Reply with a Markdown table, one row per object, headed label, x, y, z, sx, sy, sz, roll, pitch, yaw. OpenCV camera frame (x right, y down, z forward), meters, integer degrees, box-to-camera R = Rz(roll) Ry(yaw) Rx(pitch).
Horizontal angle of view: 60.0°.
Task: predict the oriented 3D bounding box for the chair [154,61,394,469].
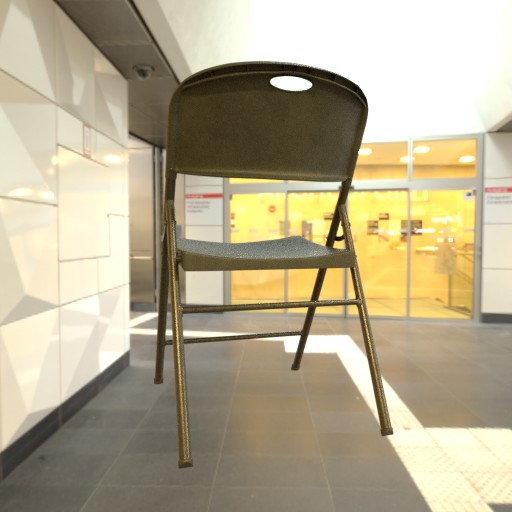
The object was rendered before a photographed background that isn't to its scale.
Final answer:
| label | x | y | z | sx | sy | sz | roll | pitch | yaw |
| --- | --- | --- | --- | --- | --- | --- | --- | --- | --- |
| chair | 0.000 | 0.000 | 1.178 | 0.494 | 0.810 | 0.566 | -1 | 2 | -18 |
